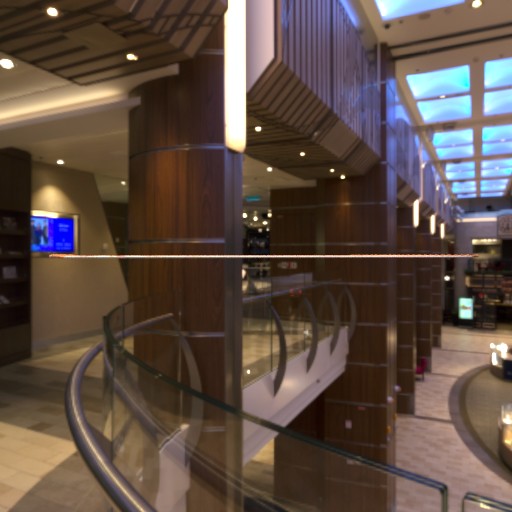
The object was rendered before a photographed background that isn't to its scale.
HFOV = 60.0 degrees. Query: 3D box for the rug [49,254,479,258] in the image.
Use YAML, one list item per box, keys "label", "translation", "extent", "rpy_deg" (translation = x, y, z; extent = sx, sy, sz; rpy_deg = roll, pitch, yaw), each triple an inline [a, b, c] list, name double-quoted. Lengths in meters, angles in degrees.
- label: "rug"
  translation: [0.000, 0.000, 2.573]
  extent: [2.092, 0.017, 1.232]
  rpy_deg: [0, 0, -19]
